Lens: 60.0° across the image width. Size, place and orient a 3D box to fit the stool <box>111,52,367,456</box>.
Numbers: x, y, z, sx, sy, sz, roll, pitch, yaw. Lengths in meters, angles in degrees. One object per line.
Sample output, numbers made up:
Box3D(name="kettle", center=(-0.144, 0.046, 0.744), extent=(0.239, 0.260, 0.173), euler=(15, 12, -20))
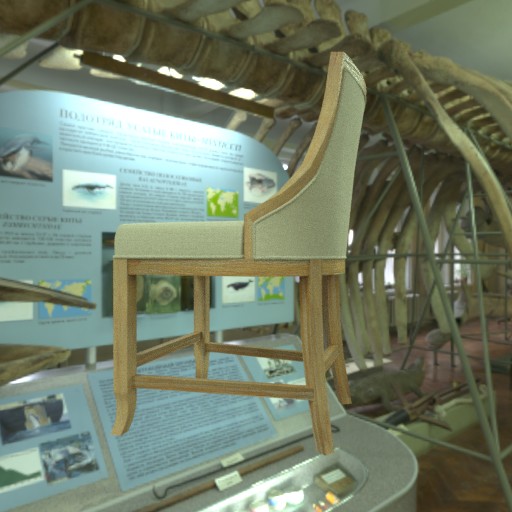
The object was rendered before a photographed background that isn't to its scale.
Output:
Box3D(name="stool", center=(0.000, 0.000, 1.302), extent=(0.626, 0.938, 0.524), euler=(0, 0, 19))
